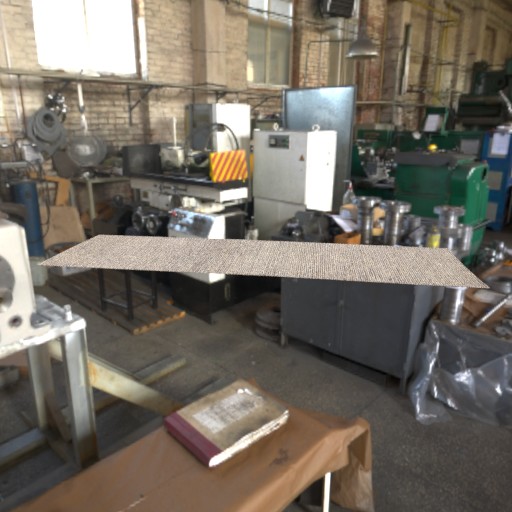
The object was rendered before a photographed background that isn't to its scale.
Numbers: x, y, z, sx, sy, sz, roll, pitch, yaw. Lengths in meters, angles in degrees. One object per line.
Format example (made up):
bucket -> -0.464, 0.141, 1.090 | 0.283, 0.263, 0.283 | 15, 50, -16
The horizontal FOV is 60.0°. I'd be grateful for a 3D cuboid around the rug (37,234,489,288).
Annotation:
rug -> 0.000, 0.000, 2.589 | 2.335, 0.013, 0.697 | 3, 17, 9
